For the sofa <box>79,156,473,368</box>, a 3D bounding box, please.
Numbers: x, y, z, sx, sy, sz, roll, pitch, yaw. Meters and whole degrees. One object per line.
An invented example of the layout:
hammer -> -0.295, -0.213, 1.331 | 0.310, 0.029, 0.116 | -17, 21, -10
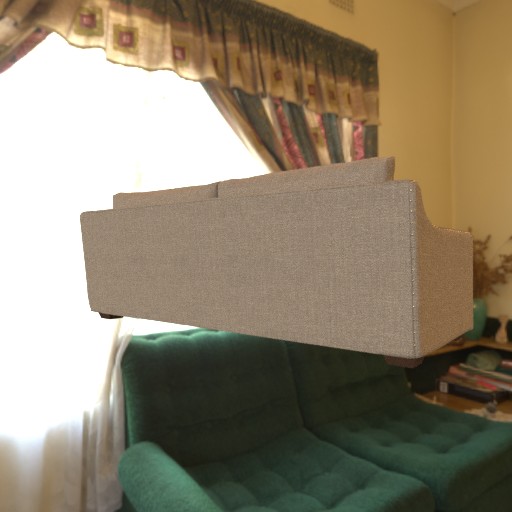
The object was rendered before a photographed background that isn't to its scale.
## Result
sofa -> 0.000, 0.000, 2.658 | 2.208, 0.857, 1.000 | 0, 1, 38
